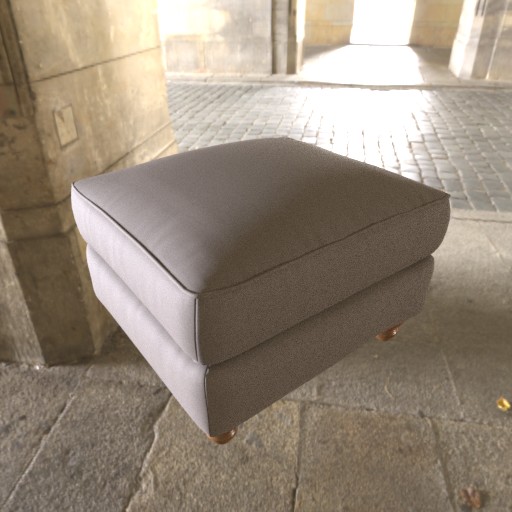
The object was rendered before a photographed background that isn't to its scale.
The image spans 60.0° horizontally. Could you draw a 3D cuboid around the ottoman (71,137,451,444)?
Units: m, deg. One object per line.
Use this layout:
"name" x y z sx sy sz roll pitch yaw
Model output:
"ottoman" 0.000 0.000 1.154 0.721 0.505 0.662 -21 37 -31
